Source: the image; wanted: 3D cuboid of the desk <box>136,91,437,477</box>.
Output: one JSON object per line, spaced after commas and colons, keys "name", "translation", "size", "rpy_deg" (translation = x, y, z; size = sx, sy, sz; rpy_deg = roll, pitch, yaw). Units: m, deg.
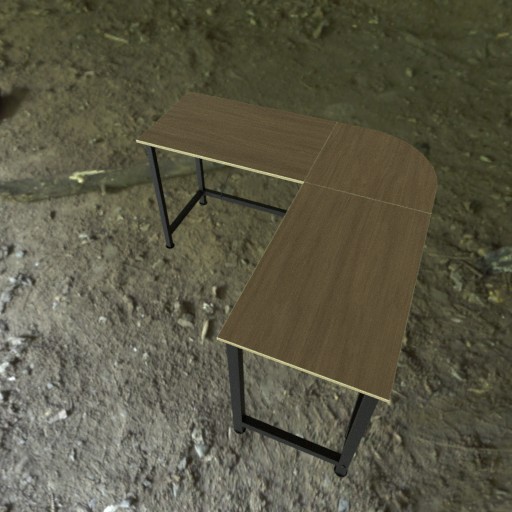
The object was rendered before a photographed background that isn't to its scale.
{"name": "desk", "translation": [0.000, 0.000, 2.151], "size": [1.400, 0.762, 1.400], "rpy_deg": [17, 49, 15]}
